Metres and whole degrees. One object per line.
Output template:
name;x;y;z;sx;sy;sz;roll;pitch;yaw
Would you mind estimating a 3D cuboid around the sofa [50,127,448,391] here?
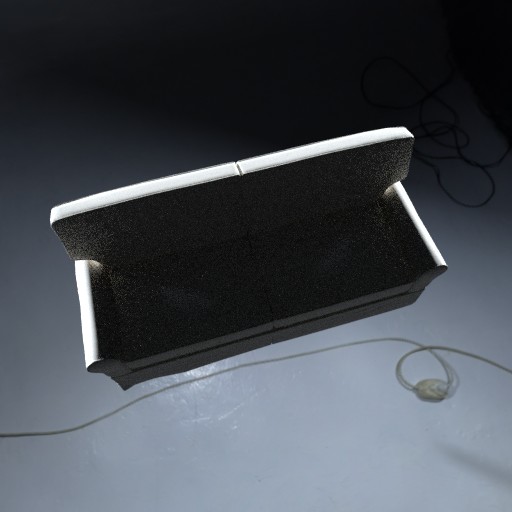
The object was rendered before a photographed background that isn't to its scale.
sofa;0.000;0.000;2.561;2.021;0.937;0.862;-15;64;-7
